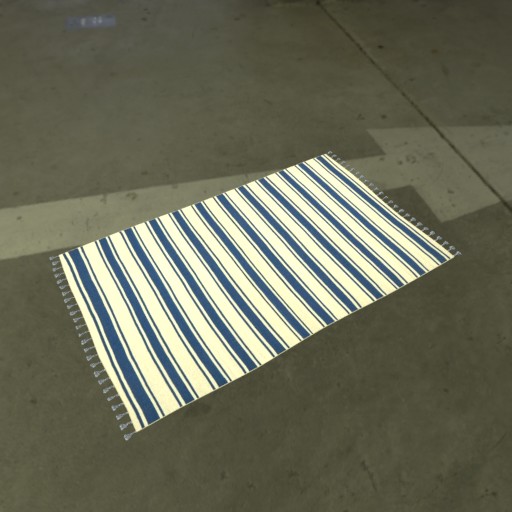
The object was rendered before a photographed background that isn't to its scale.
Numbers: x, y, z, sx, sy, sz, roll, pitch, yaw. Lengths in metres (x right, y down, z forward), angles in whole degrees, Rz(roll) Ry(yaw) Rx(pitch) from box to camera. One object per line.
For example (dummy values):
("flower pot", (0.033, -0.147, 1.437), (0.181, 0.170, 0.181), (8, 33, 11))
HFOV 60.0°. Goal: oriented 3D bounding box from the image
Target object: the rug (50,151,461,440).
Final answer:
("rug", (0.000, 0.000, 2.611), (2.108, 0.009, 1.248), (-24, 52, -21))
